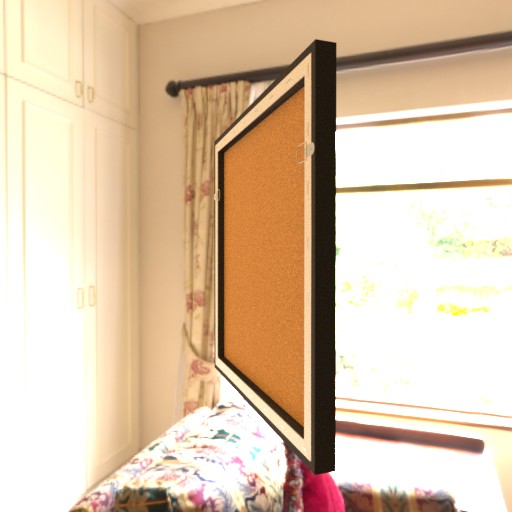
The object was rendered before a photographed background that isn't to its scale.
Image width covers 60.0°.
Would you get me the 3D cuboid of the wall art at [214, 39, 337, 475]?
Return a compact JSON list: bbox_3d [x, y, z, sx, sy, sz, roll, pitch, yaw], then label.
[{"bbox_3d":[0.000,0.000,1.135,0.044,0.758,0.758,0,1,-19],"label":"wall art"}]
